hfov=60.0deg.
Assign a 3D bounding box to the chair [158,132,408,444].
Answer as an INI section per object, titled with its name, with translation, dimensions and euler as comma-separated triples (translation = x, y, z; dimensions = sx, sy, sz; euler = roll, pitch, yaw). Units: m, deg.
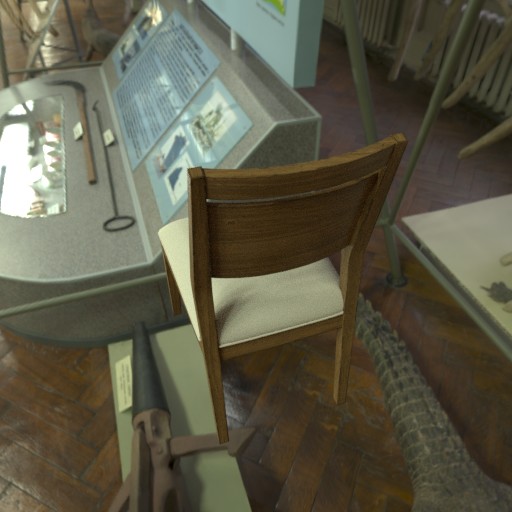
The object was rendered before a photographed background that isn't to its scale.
[chair]
translation = 0.000, 0.000, 1.295
dimensions = 0.497, 0.939, 0.610
euler = -13, 43, -14
